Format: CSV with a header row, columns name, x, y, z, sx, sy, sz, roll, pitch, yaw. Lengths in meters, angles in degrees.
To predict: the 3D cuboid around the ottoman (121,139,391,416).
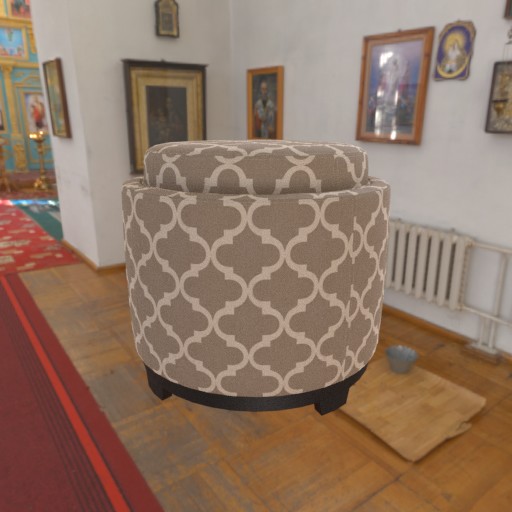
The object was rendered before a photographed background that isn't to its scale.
name,x,y,z,sx,sy,sz,roll,pitch,yaw
ottoman,0.000,0.000,0.849,0.480,0.429,0.480,0,16,0
